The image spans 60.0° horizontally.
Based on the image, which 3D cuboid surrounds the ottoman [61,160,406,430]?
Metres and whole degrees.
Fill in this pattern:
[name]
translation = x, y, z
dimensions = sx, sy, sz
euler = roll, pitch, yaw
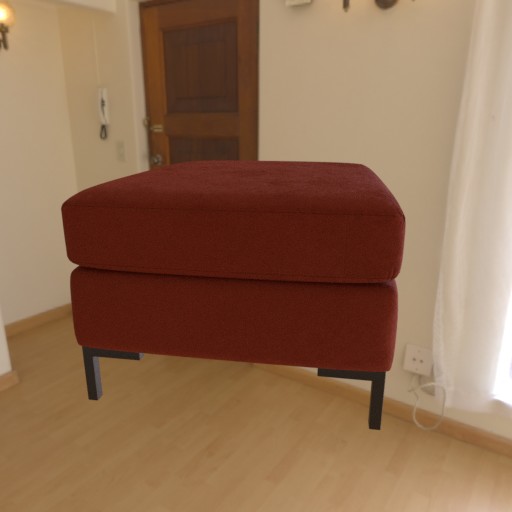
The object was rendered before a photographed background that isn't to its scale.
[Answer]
[ottoman]
translation = 0.000, 0.000, 1.189
dimensions = 0.650, 0.462, 0.782
euler = 3, 17, 9
